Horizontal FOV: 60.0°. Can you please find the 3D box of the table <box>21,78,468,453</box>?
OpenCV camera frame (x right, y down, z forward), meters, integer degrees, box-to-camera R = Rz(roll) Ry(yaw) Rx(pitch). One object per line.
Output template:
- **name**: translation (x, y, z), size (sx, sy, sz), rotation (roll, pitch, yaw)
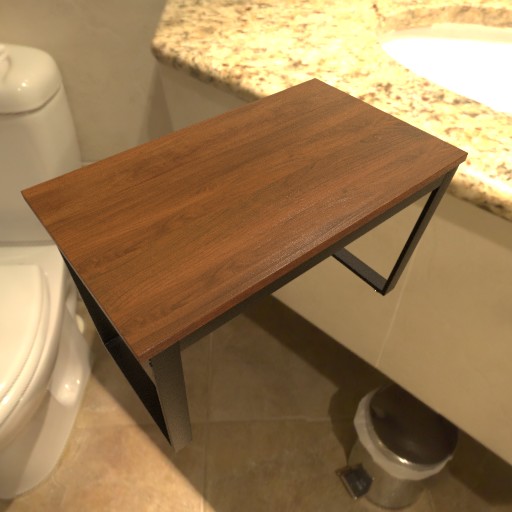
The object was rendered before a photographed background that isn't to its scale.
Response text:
- **table**: translation (0.000, 0.000, 1.645), size (1.205, 0.760, 0.714), rotation (-30, 53, -26)
